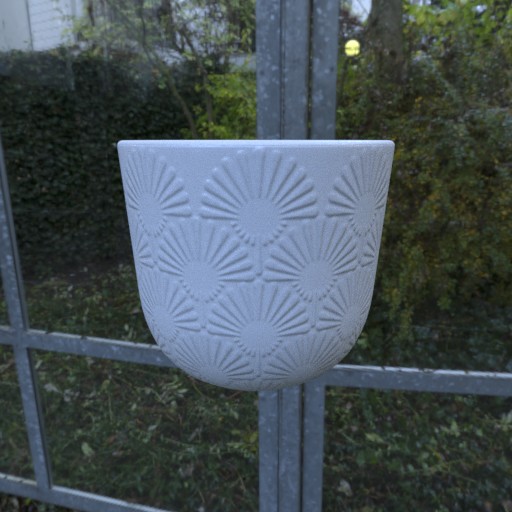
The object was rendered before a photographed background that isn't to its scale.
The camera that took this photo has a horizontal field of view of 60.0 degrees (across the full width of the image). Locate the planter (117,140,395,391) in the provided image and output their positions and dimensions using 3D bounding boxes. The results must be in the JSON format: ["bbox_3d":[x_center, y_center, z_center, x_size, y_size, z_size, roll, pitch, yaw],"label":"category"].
[{"bbox_3d":[0.000,0.000,0.301,0.170,0.152,0.170,0,15,0],"label":"planter"}]
